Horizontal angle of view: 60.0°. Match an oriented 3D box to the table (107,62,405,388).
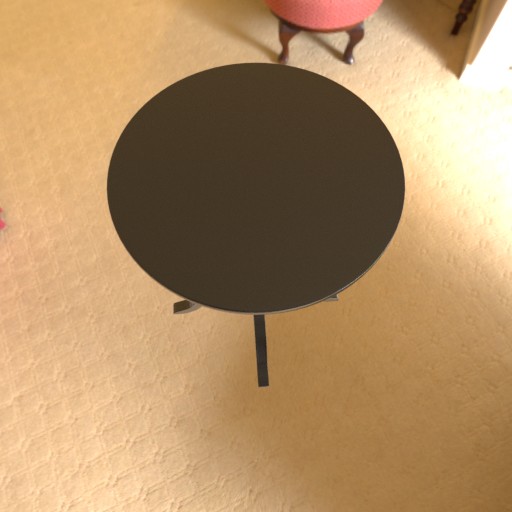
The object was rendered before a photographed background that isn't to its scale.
[{"bbox_3d":[0.000,0.000,1.013,0.481,0.665,0.481,0,65,0],"label":"table"}]
